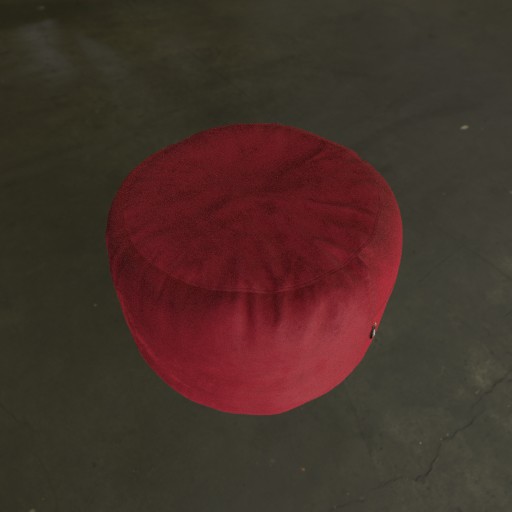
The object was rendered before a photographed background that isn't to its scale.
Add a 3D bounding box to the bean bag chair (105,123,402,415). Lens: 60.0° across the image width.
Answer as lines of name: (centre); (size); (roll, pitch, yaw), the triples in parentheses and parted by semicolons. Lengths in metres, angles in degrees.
bean bag chair: (0.000, 0.000, 1.970); (1.219, 0.762, 1.219); (0, 47, 0)
